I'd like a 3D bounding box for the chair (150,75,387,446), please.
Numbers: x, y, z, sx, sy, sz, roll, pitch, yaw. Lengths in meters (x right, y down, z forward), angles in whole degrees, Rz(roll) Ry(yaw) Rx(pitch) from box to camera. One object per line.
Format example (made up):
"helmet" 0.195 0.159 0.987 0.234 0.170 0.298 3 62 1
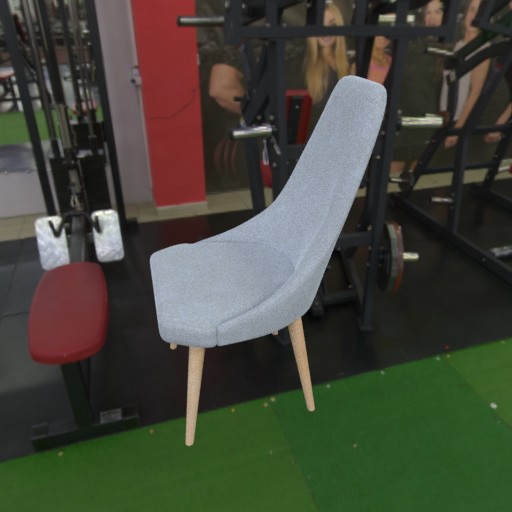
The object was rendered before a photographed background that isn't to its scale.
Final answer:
"chair" 0.000 0.000 1.419 0.660 1.040 0.510 -8 31 -13
